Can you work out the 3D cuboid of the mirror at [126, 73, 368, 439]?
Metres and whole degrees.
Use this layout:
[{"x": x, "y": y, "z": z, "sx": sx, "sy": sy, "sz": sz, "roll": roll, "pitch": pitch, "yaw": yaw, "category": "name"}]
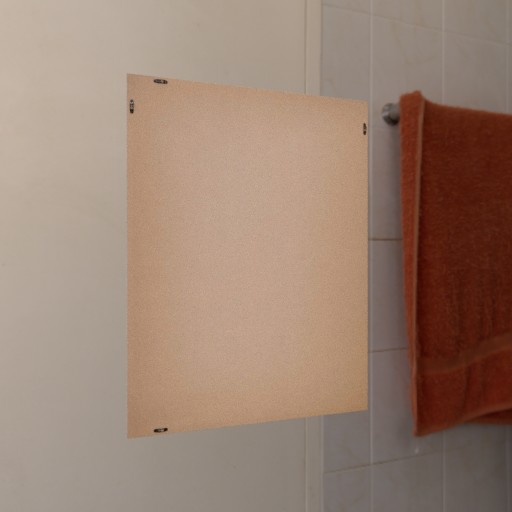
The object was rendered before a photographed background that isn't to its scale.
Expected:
[{"x": 0.000, "y": 0.000, "z": 1.361, "sx": 0.762, "sy": 1.016, "sz": 0.041, "roll": 0, "pitch": 0, "yaw": -17, "category": "mirror"}]
